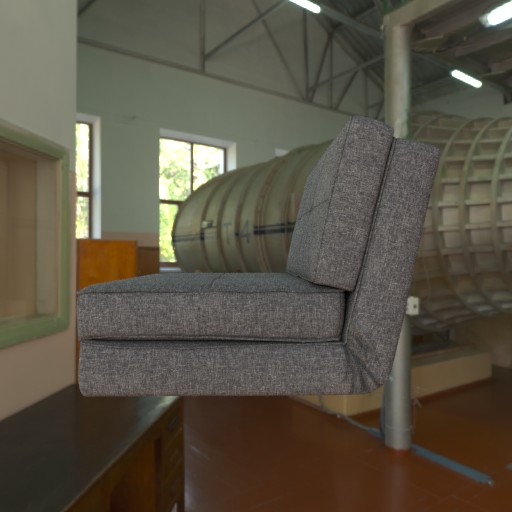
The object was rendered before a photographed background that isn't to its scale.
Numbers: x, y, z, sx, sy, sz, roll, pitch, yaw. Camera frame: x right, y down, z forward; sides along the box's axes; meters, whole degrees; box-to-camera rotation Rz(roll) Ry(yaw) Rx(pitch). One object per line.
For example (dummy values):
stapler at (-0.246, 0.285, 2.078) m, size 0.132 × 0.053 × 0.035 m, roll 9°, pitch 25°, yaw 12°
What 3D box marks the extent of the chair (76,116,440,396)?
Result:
chair at (0.000, 0.000, 1.306) m, size 0.800 × 0.615 × 0.740 m, roll 0°, pitch 0°, yaw -1°
